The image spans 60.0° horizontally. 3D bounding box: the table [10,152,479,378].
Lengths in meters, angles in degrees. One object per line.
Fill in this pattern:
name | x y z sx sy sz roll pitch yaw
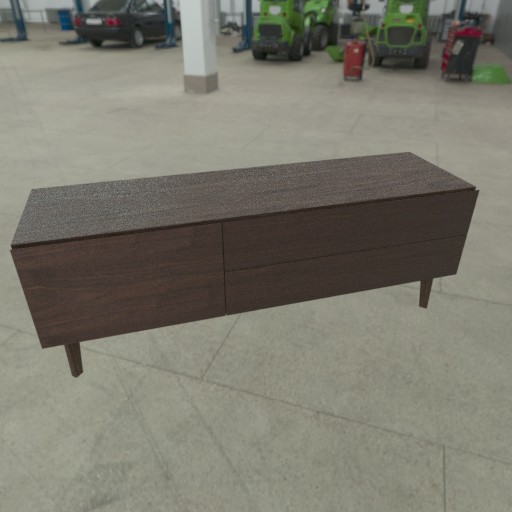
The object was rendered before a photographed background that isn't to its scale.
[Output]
table | 0.000 0.000 1.567 1.397 0.508 0.405 -8 32 -14
